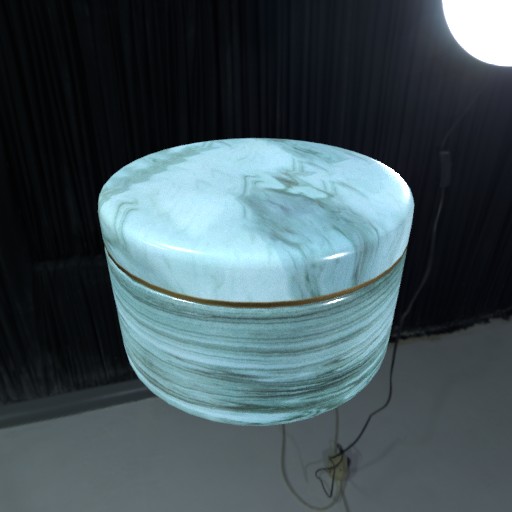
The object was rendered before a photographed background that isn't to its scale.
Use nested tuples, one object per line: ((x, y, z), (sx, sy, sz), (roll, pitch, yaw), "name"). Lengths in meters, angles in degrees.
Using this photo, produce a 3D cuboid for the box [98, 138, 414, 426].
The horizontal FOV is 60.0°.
((0.000, 0.000, 0.161), (0.101, 0.063, 0.101), (0, 31, 0), "box")
